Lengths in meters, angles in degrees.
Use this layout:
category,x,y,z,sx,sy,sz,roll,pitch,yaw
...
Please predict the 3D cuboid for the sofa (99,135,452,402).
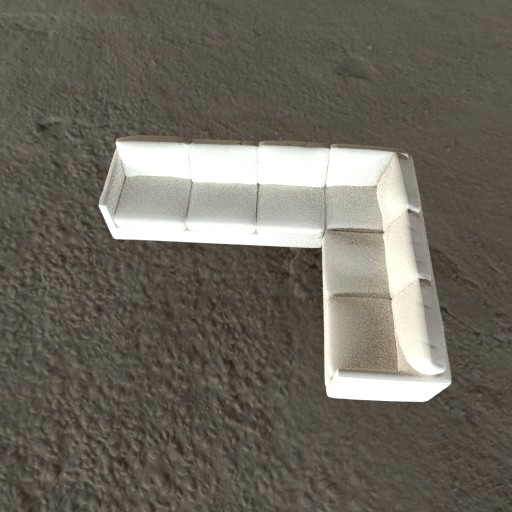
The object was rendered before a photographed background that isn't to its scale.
category,x,y,z,sx,sy,sz,roll,pitch,yaw
sofa,0.000,0.000,4.450,3.302,0.947,2.593,3,58,2
